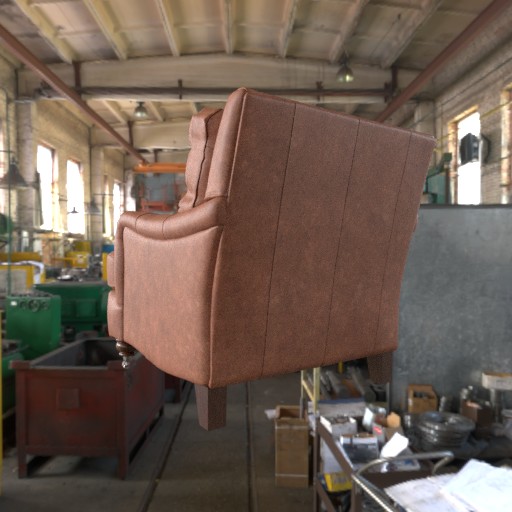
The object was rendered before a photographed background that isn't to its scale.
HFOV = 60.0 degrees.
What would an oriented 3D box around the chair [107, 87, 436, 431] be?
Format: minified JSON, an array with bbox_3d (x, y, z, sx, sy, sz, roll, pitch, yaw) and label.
[{"bbox_3d":[0.000,0.000,1.901,0.986,1.055,1.158,-1,1,-35],"label":"chair"}]
